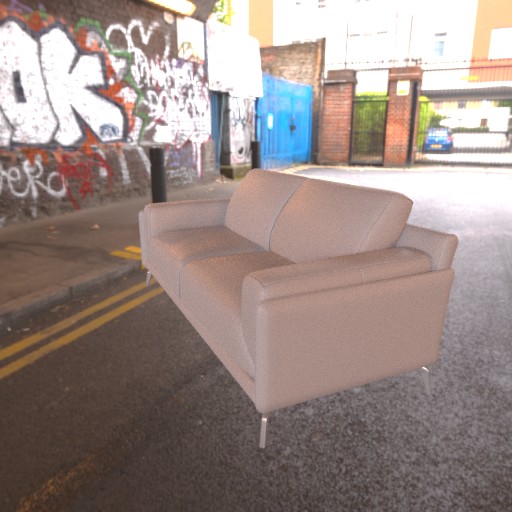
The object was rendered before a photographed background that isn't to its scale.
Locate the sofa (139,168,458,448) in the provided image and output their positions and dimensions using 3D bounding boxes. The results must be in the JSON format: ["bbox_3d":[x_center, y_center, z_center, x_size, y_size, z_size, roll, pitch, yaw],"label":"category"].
[{"bbox_3d":[0.000,0.000,2.625,1.049,0.930,2.101,-7,17,-24],"label":"sofa"}]
